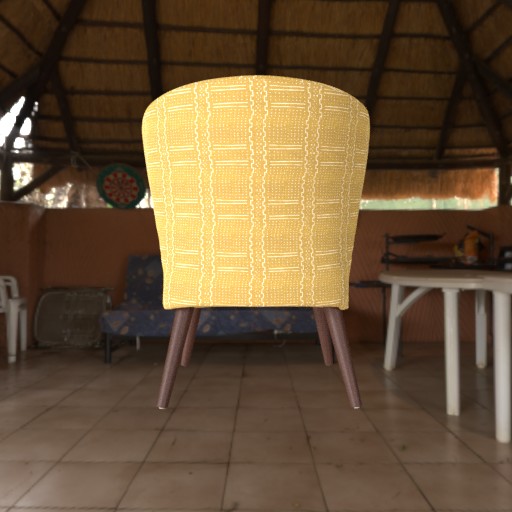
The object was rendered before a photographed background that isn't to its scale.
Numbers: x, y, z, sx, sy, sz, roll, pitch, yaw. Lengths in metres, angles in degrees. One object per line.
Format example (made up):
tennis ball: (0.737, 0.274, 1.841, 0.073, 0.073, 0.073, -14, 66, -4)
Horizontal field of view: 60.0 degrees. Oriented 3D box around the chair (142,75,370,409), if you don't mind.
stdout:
chair: (0.000, 0.000, 1.423, 0.706, 0.866, 0.758, 0, -1, -1)
